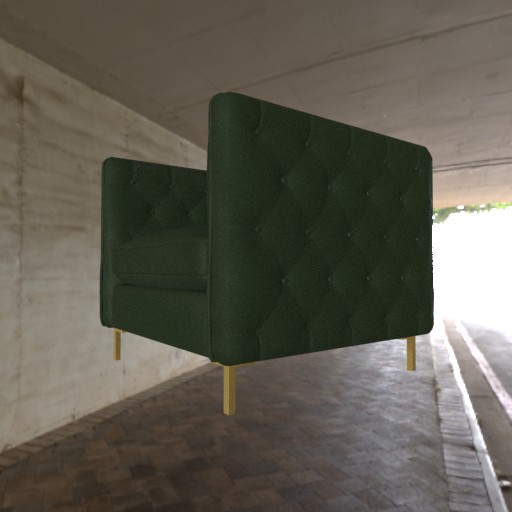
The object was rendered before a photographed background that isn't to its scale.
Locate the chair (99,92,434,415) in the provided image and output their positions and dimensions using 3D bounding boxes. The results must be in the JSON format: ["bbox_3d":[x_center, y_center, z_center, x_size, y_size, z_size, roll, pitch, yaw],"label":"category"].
[{"bbox_3d":[0.000,0.000,1.575,0.855,0.768,0.917,1,-2,-37],"label":"chair"}]
